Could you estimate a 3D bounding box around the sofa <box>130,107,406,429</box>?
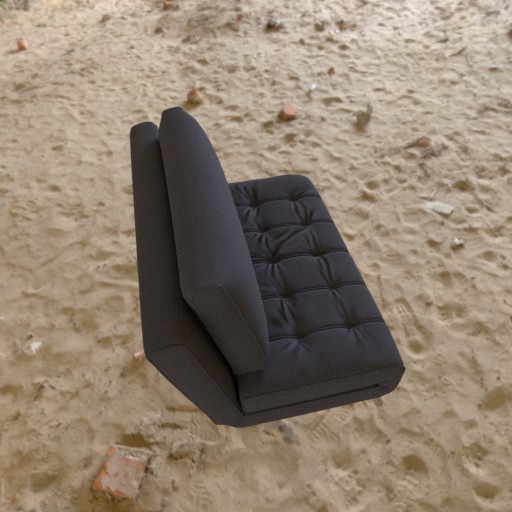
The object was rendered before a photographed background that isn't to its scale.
[{"bbox_3d":[0.000,0.000,1.915,0.910,0.910,1.220,-9,48,-9],"label":"sofa"}]
